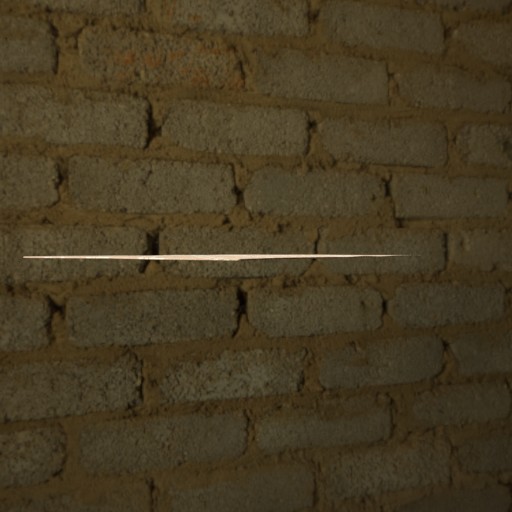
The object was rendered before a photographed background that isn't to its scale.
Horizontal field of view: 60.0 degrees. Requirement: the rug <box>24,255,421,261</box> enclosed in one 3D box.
[{"bbox_3d":[0.000,0.000,2.211,1.146,0.010,1.745,0,1,36],"label":"rug"}]
